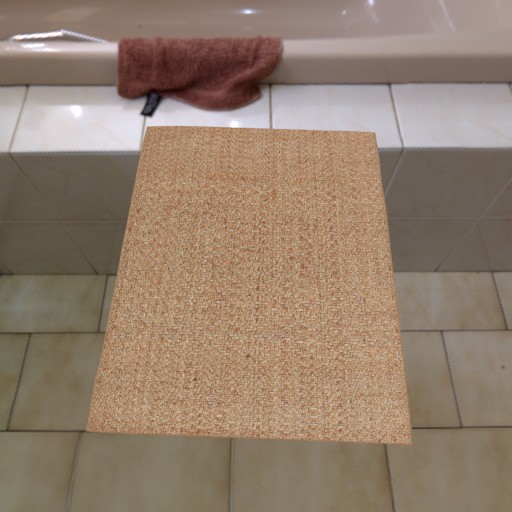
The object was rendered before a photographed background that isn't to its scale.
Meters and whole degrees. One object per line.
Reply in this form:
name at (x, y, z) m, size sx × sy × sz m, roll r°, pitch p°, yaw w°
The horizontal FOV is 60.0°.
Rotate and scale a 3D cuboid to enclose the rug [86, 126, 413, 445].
rug at (0.000, 0.000, 3.972) m, size 2.439 × 0.013 × 3.048 m, roll 2°, pitch 62°, yaw 1°
